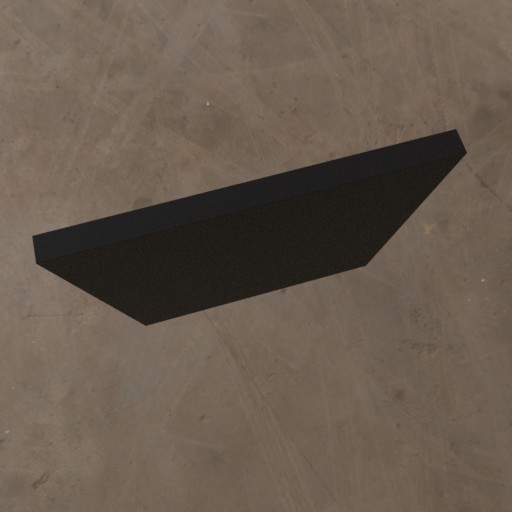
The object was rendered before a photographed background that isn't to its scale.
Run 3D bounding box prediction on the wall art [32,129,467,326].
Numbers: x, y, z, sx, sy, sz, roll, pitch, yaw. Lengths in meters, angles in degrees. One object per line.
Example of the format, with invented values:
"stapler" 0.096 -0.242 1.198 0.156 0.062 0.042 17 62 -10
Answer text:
"wall art" 0.000 0.000 0.681 0.462 0.458 0.030 -15 74 -4
